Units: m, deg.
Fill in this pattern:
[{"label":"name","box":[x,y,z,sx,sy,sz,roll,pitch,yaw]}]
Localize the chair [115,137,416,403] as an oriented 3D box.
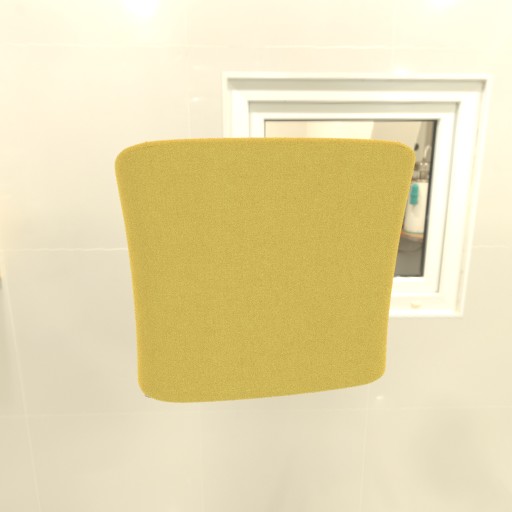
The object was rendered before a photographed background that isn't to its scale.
[{"label":"chair","box":[0.000,0.000,1.404,0.790,0.720,0.700,-2,15,-10]}]
